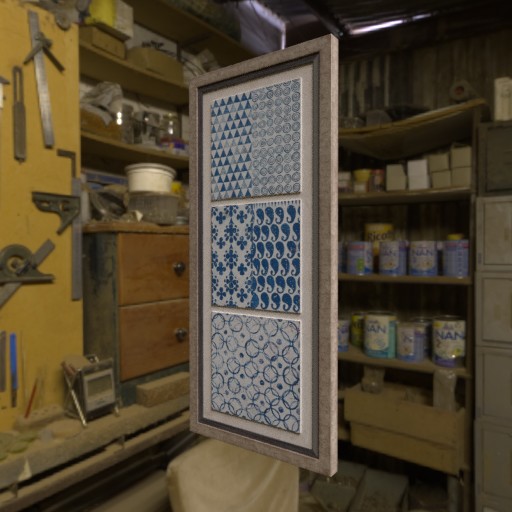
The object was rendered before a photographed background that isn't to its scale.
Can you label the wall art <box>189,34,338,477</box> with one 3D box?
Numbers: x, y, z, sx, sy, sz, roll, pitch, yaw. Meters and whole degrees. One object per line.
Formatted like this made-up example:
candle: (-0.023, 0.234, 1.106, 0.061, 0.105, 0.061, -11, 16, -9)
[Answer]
wall art: (0.000, 0.000, 1.669, 0.648, 1.461, 0.051, 0, 1, 36)
